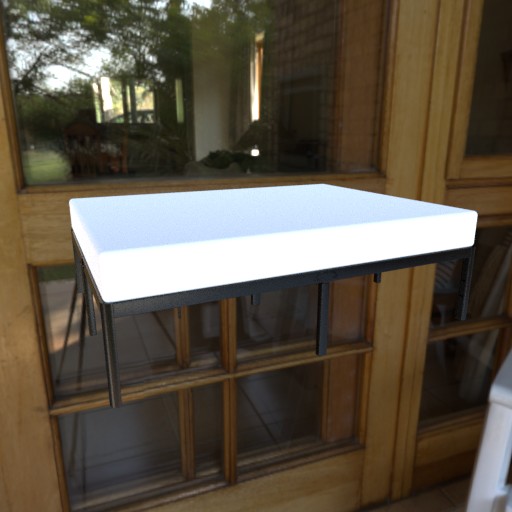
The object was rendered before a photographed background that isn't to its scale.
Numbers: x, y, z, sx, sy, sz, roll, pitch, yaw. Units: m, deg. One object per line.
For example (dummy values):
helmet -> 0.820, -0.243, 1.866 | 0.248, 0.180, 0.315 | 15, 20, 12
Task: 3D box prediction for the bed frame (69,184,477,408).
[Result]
bed frame -> 0.000, 0.000, 2.810 | 2.072, 0.659, 1.557 | -7, 17, -25
